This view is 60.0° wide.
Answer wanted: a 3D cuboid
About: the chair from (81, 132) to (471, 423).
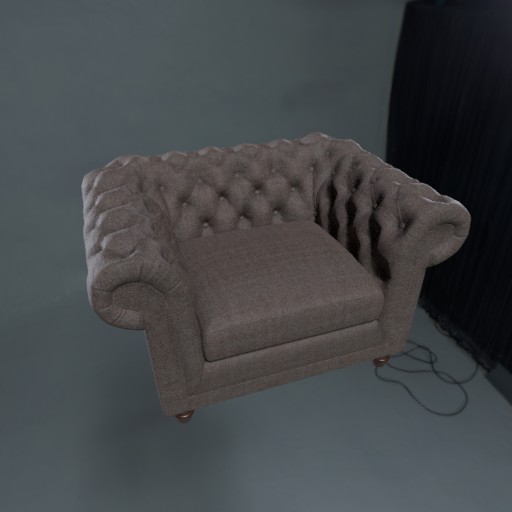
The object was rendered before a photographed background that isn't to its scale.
[{"bbox_3d":[0.000,0.000,1.882,1.298,0.780,0.945,-11,33,-16],"label":"chair"}]
